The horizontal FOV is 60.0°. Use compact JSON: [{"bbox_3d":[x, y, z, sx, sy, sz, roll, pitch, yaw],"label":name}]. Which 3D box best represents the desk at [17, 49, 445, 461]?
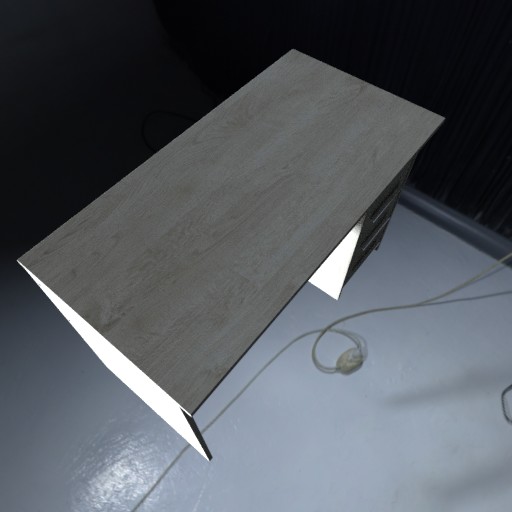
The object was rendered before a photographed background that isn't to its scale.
[{"bbox_3d":[0.000,0.000,1.482,0.560,0.730,1.096,34,63,20],"label":"desk"}]
